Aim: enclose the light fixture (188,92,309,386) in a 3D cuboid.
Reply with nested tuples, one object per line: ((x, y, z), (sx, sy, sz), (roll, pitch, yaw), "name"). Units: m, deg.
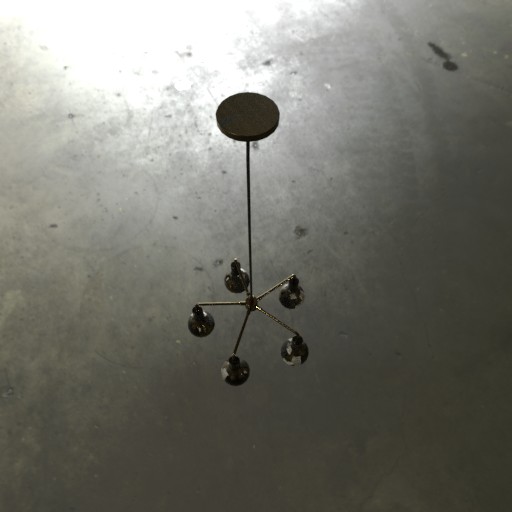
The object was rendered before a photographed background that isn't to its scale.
((0.000, 0.000, 1.191), (0.421, 0.988, 0.438), (-32, 64, -18), "light fixture")
